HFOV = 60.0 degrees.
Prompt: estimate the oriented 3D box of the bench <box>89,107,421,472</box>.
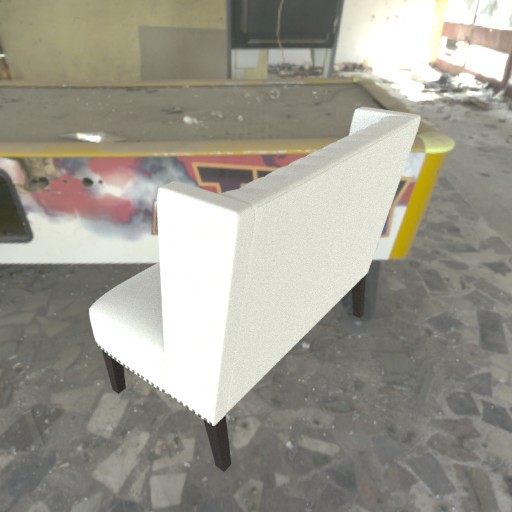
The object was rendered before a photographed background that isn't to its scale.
[{"bbox_3d":[0.000,0.000,1.980,0.847,1.123,1.280,21,37,31],"label":"bench"}]
